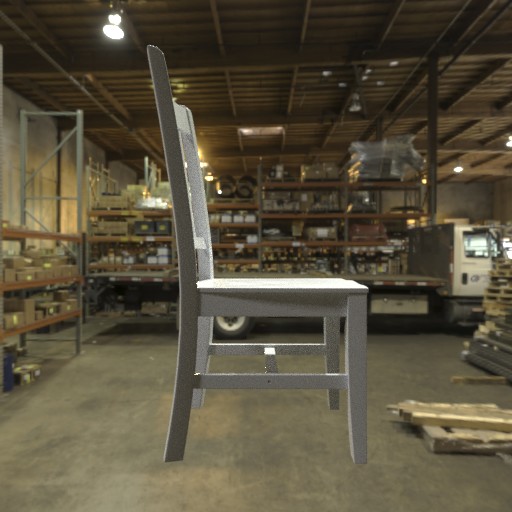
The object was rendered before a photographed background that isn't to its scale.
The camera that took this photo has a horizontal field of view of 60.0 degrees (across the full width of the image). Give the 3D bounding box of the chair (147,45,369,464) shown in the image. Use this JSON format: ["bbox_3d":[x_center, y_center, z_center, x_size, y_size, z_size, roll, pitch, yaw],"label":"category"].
[{"bbox_3d":[0.000,0.000,1.269,0.555,0.998,0.450,0,0,0],"label":"chair"}]
